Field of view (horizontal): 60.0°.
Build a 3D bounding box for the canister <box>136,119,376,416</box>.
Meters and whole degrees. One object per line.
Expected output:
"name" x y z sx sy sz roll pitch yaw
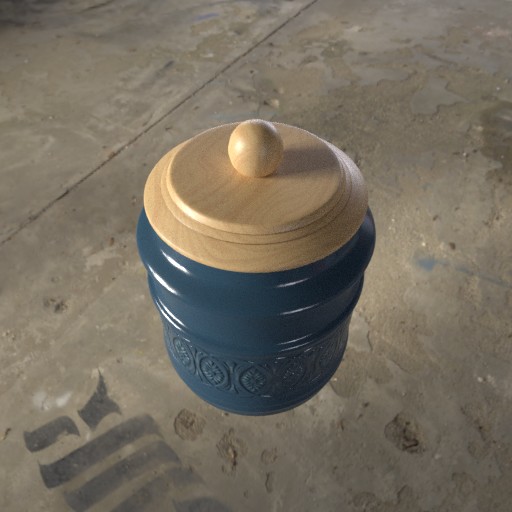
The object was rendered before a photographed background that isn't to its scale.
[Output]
"canister" 0.000 0.000 0.265 0.130 0.176 0.130 0 48 0
